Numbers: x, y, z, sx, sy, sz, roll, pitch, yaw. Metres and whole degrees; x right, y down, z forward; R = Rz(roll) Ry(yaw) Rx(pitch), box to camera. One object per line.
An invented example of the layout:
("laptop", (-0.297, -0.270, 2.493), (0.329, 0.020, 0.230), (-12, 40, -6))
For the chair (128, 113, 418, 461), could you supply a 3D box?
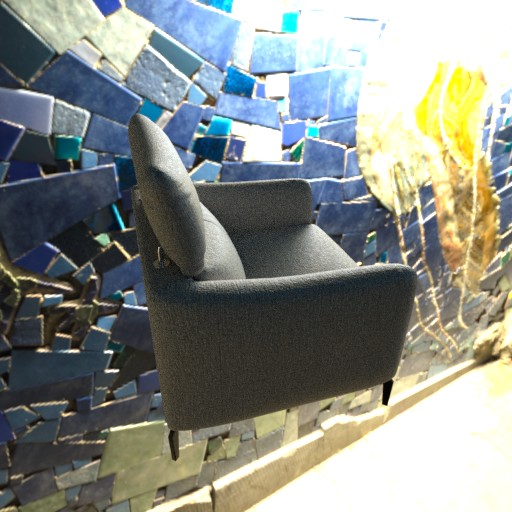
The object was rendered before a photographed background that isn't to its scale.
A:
("chair", (0.000, 0.000, 1.669), (0.835, 0.967, 0.972), (-9, 30, -15))
